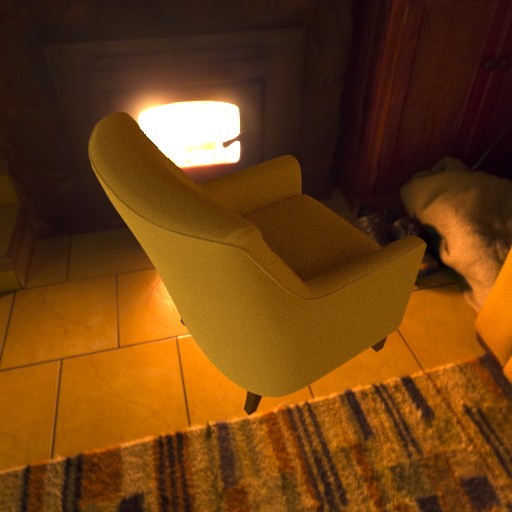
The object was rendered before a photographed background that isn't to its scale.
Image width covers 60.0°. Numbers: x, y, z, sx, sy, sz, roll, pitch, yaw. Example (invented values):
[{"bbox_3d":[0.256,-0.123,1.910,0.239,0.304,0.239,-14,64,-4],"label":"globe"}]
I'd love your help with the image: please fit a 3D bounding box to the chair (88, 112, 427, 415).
[{"bbox_3d":[0.000,0.000,1.540,0.879,0.916,0.756,-24,46,-25],"label":"chair"}]
